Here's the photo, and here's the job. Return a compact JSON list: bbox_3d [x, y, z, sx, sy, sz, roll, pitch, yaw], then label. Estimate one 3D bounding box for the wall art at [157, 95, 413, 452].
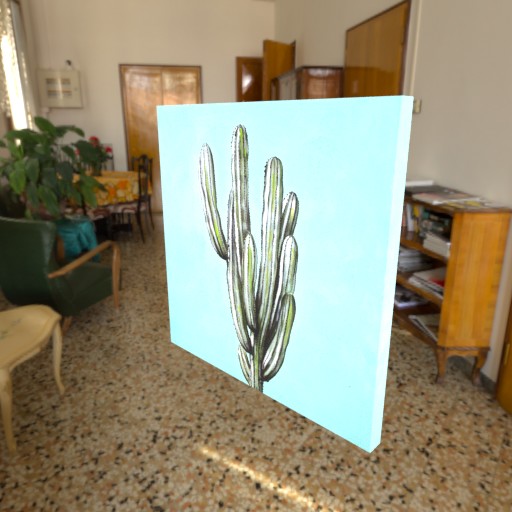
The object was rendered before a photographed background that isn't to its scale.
[{"bbox_3d":[0.000,0.000,0.919,0.603,0.603,0.036,16,23,42],"label":"wall art"}]
